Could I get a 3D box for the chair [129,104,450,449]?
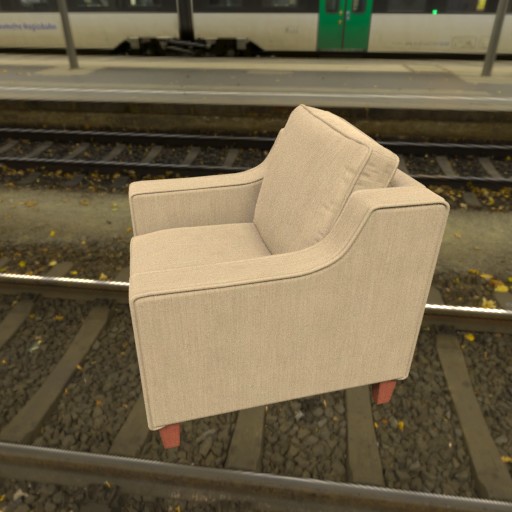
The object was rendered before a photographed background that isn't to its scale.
[{"bbox_3d":[0.000,0.000,1.642,0.909,0.960,0.831,-7,31,-12],"label":"chair"}]
